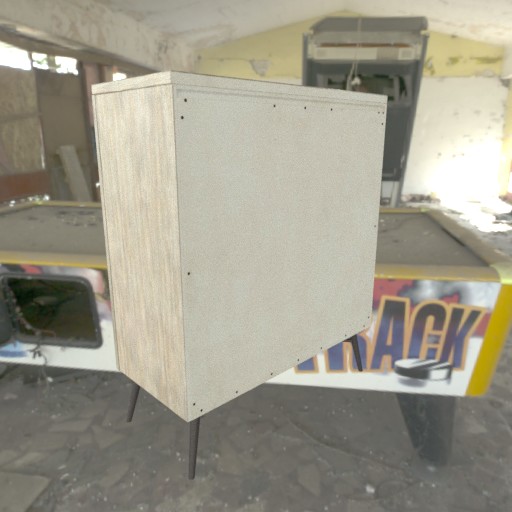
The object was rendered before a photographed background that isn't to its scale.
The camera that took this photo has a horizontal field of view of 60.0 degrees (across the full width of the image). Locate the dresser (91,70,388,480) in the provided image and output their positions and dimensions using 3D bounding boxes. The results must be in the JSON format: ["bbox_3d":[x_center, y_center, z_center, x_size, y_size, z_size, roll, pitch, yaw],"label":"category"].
[{"bbox_3d":[0.000,0.000,1.736,1.016,1.219,0.457,-14,21,-42],"label":"dresser"}]
